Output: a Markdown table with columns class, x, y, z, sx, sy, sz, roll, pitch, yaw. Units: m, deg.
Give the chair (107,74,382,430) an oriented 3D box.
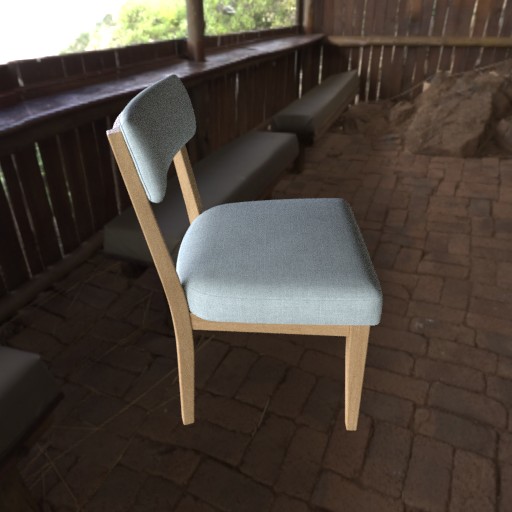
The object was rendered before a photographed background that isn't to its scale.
| class | x | y | z | sx | sy | sz | roll | pitch | yaw |
| --- | --- | --- | --- | --- | --- | --- | --- | --- | --- |
| chair | 0.000 | 0.000 | 1.180 | 0.572 | 0.832 | 0.508 | 1 | 32 | 1 |
